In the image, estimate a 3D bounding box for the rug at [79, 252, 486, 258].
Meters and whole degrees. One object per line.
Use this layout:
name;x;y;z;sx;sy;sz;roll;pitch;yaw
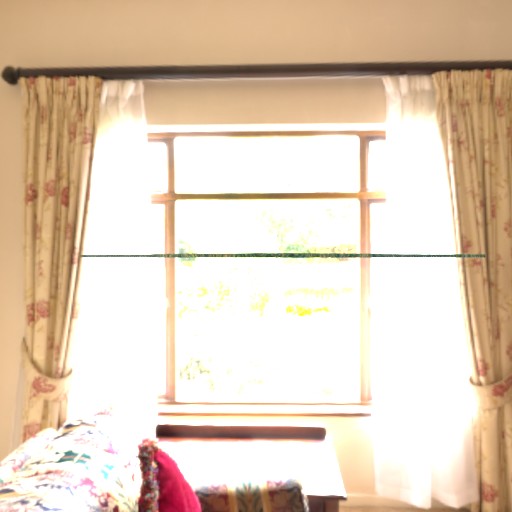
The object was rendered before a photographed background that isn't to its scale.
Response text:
rug;0.000;0.000;4.272;2.405;0.027;3.217;0;0;-37
